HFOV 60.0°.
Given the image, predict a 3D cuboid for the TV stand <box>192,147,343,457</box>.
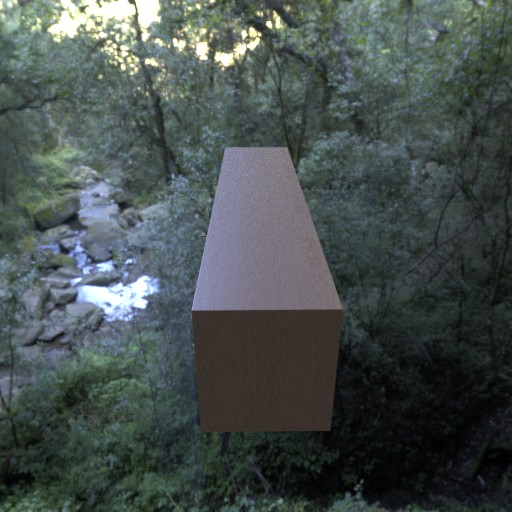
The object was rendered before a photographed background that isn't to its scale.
[{"bbox_3d":[0.000,0.000,1.999,0.400,0.580,1.760,0,26,-1],"label":"TV stand"}]
